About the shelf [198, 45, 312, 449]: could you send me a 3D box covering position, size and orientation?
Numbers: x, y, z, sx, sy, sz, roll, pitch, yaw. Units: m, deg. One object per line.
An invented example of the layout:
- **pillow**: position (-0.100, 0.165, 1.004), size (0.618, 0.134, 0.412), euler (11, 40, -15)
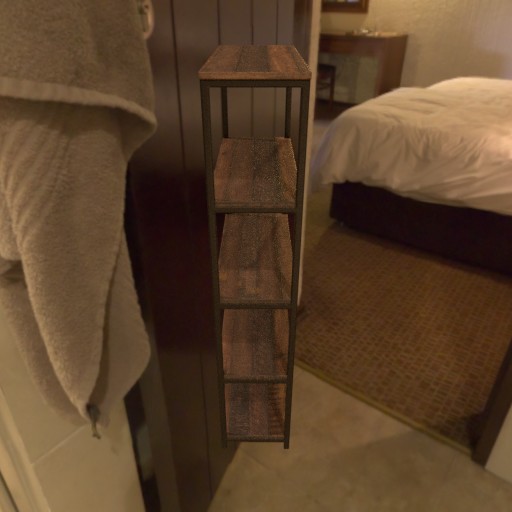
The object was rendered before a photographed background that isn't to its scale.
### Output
- **shelf**: position (0.000, 0.000, 2.248), size (0.359, 1.860, 0.874), euler (0, 30, 0)
